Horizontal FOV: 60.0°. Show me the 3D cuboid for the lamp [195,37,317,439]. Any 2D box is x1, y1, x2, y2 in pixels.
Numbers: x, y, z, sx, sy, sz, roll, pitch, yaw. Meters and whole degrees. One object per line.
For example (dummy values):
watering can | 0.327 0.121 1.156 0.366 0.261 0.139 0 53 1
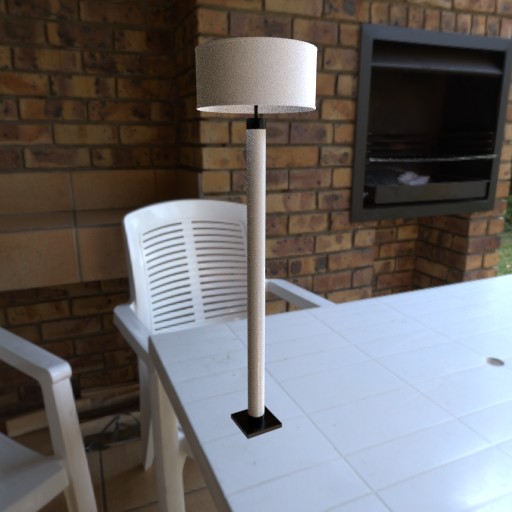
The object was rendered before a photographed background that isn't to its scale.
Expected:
lamp | 0.000 0.000 1.707 0.420 1.475 0.420 -8 16 -27
